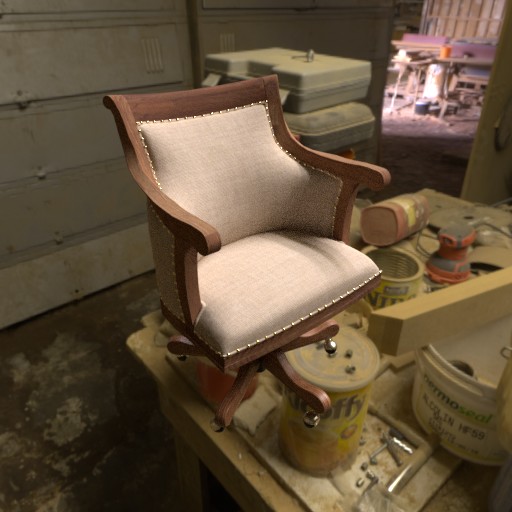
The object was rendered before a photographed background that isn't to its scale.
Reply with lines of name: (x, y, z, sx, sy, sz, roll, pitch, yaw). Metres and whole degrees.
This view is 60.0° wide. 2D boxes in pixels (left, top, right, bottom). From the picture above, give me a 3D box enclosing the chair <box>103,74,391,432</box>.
chair: (0.000, 0.000, 1.400, 0.656, 0.965, 0.689, -22, 37, -33)
